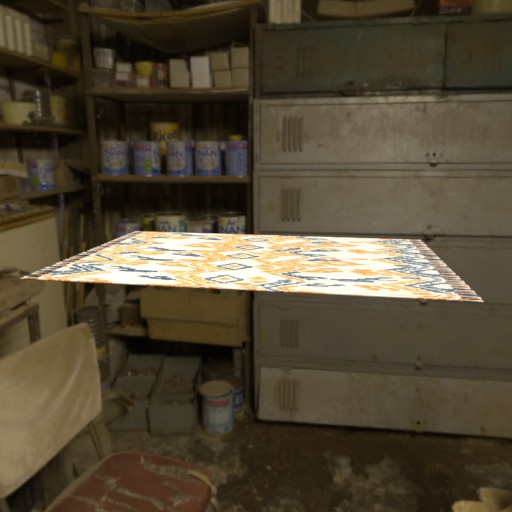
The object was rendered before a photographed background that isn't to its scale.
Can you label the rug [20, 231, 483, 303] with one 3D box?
[{"bbox_3d":[0.000,0.000,3.005,2.428,0.010,1.533,2,13,9],"label":"rug"}]
